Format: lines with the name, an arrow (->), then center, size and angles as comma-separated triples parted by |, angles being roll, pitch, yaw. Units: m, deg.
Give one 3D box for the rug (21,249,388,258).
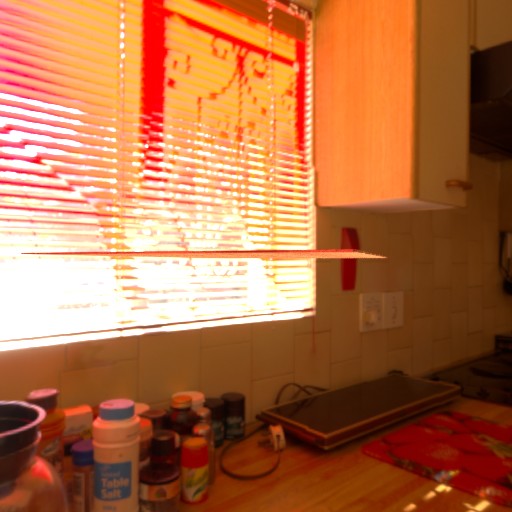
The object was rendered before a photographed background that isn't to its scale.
rug -> 0.000, 0.000, 2.296 | 1.223, 0.008, 1.817 | 0, -1, 19
